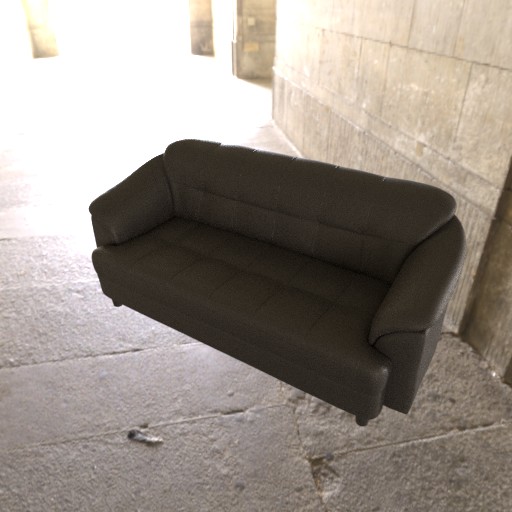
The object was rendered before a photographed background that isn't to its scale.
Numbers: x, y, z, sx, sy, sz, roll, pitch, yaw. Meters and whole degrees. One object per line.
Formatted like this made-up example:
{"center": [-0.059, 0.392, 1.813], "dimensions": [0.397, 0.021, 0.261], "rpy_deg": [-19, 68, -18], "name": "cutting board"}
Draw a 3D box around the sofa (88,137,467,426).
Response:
{"center": [0.000, 0.000, 2.204], "dimensions": [1.829, 0.811, 0.800], "rpy_deg": [19, 35, 28], "name": "sofa"}
